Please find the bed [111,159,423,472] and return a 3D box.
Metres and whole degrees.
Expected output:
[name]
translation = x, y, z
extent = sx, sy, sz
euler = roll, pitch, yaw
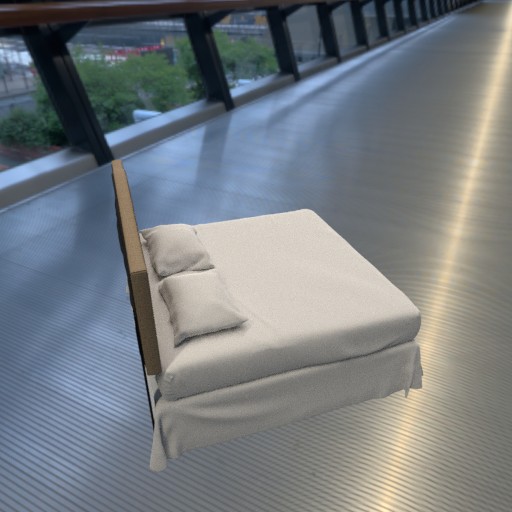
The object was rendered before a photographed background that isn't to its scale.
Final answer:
[bed]
translation = 0.000, 0.000, 3.741
extent = 2.222, 1.651, 2.311
euler = -10, 31, -16
